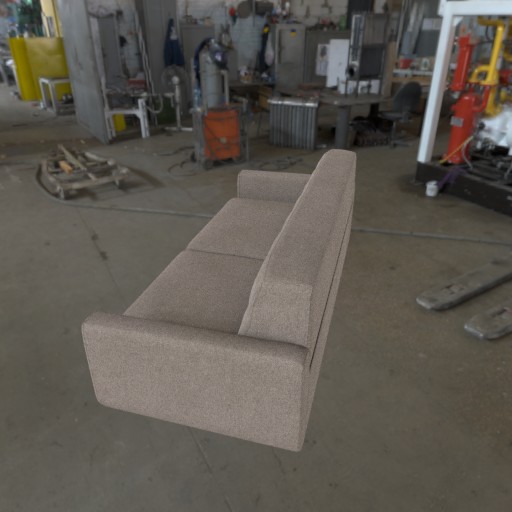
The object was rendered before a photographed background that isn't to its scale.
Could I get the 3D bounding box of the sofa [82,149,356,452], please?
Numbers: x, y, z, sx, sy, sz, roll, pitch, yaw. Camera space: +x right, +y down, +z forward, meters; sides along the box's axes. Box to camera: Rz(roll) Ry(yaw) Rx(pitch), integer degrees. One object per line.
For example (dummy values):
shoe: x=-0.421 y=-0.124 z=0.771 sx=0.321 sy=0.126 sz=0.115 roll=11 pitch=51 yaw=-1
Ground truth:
sofa: x=0.000 y=0.000 z=2.485 sx=0.909 sy=0.841 sz=2.029 roll=8 pitch=29 yaw=14
